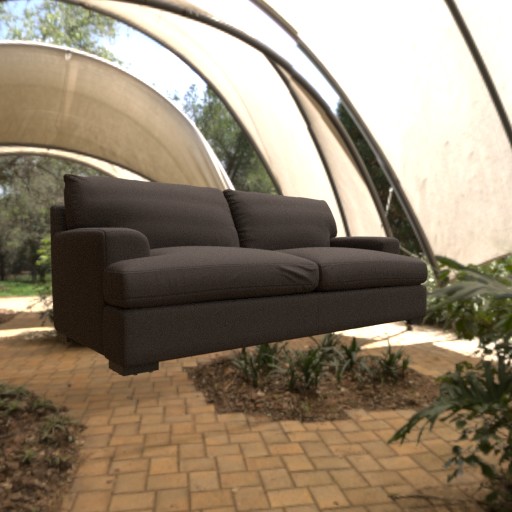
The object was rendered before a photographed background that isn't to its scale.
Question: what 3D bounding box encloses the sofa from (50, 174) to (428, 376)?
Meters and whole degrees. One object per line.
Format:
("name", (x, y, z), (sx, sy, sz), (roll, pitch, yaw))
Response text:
("sofa", (0.000, 0.000, 2.843), (2.271, 0.950, 1.140), (0, 1, -38))
